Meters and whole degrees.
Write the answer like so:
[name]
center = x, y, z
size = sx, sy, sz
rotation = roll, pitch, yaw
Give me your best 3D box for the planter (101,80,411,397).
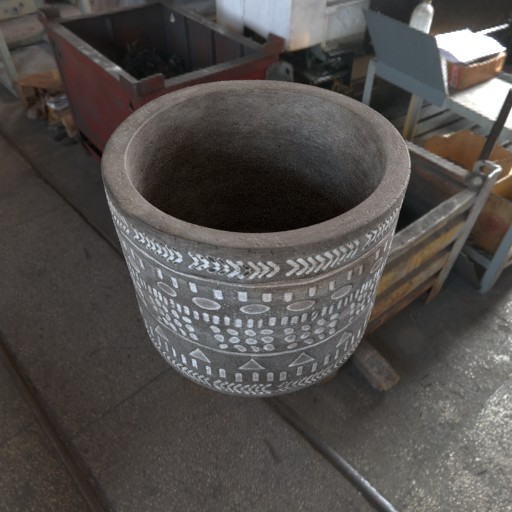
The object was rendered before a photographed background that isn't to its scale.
[planter]
center = 0.000, 0.000, 0.222
size = 0.122, 0.128, 0.122
rotation = 0, 45, 0
